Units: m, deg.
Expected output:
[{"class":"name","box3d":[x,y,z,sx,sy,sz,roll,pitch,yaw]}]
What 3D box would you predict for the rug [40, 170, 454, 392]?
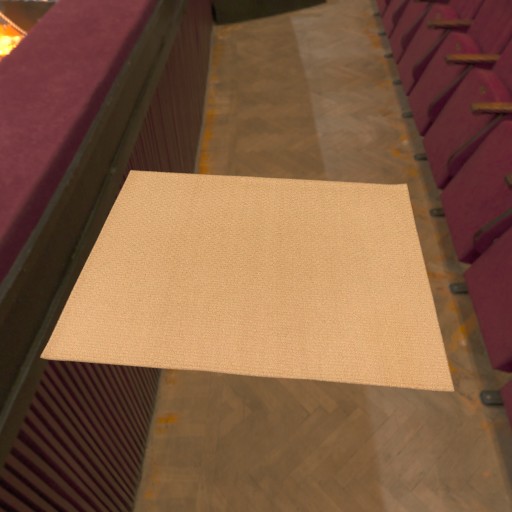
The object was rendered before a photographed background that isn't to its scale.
[{"class":"rug","box3d":[0.000,0.000,3.849,2.897,0.035,2.277,4,47,4]}]
